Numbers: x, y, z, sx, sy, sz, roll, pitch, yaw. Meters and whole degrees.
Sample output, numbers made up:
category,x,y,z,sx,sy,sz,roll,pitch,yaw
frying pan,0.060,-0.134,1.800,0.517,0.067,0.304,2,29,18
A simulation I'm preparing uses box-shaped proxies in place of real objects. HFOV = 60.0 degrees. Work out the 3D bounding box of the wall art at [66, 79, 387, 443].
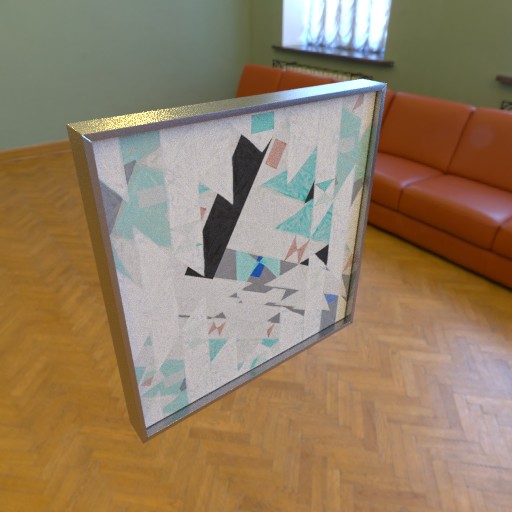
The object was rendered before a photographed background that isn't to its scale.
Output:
category,x,y,z,sx,sy,sz,roll,pitch,yaw
wall art,0.000,0.000,0.517,0.350,0.350,0.038,-21,37,-32
